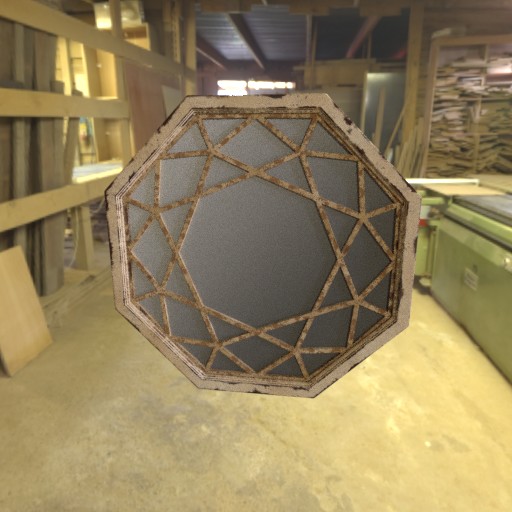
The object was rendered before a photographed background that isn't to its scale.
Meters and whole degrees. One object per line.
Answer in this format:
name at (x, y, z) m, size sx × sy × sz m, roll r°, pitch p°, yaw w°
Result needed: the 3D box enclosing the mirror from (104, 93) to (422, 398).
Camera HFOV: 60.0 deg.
mirror at (0.000, 0.000, 0.945) m, size 0.648 × 0.648 × 0.031 m, roll 2°, pitch 16°, yaw 8°
